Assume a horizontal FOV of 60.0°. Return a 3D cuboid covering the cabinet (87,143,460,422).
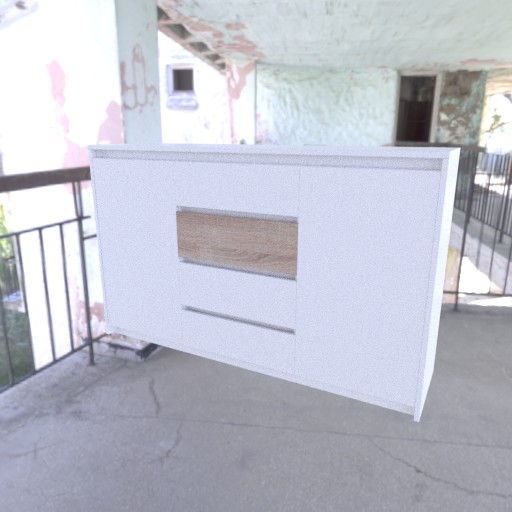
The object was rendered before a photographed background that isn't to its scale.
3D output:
[{"bbox_3d":[0.000,0.000,1.870,1.450,0.900,0.380,8,18,27],"label":"cabinet"}]
